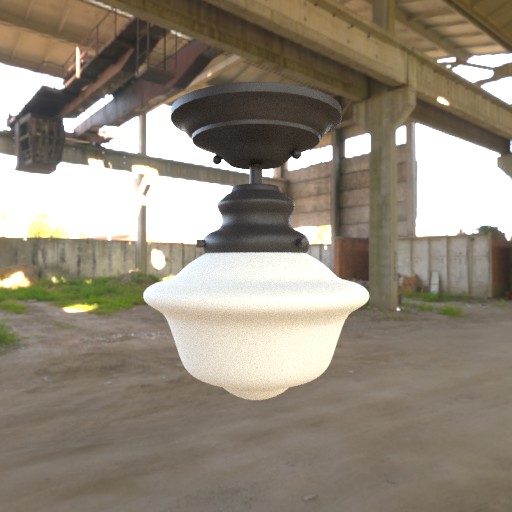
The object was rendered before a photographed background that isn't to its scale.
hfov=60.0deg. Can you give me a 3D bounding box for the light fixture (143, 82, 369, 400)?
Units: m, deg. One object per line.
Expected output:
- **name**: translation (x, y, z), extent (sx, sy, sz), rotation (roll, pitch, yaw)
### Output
- **light fixture**: translation (0.000, 0.000, 0.399), extent (0.197, 0.254, 0.197), rotation (0, -1, 0)
